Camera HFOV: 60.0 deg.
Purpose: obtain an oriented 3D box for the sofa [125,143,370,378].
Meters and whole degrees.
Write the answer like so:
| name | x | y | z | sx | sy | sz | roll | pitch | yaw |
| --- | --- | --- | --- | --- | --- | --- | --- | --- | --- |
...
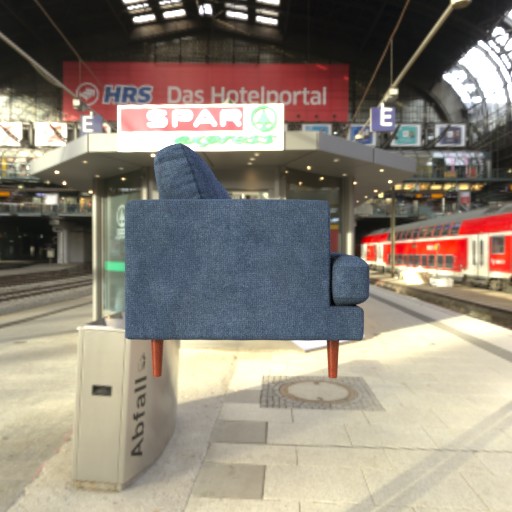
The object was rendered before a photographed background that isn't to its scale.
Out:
| name | x | y | z | sx | sy | sz | roll | pitch | yaw |
| --- | --- | --- | --- | --- | --- | --- | --- | --- | --- |
| sofa | 0.000 | 0.000 | 2.708 | 0.903 | 0.930 | 2.246 | 0 | 1 | 2 |
